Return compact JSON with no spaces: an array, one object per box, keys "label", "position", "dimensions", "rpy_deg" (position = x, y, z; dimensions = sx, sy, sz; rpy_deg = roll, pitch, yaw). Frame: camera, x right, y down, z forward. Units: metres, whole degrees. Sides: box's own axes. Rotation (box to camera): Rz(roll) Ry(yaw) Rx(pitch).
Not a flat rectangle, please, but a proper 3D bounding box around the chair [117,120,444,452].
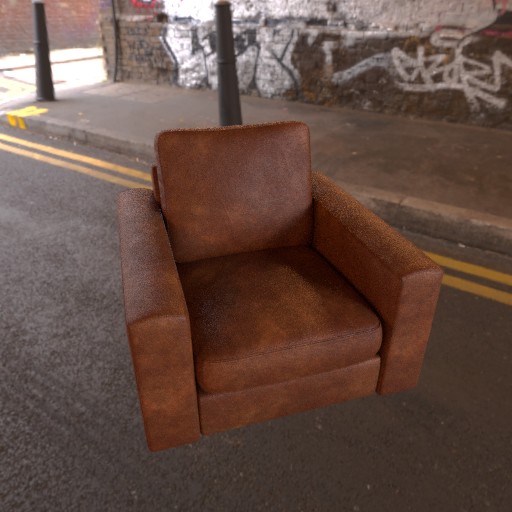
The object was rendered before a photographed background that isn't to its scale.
[{"label":"chair","position":[0.000,0.000,1.743],"dimensions":[1.005,0.873,1.016],"rpy_deg":[-8,31,-14]}]
